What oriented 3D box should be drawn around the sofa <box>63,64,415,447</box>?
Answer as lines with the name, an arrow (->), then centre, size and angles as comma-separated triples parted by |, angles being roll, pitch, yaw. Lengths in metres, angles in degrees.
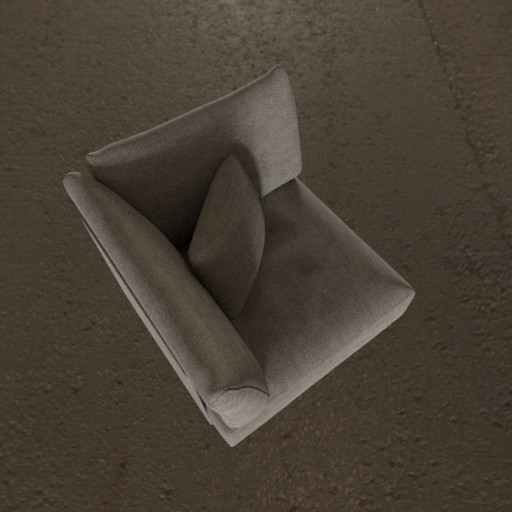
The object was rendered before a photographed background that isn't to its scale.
sofa -> 0.000, 0.000, 1.781 | 1.000, 0.820, 1.000 | -32, 63, -18
